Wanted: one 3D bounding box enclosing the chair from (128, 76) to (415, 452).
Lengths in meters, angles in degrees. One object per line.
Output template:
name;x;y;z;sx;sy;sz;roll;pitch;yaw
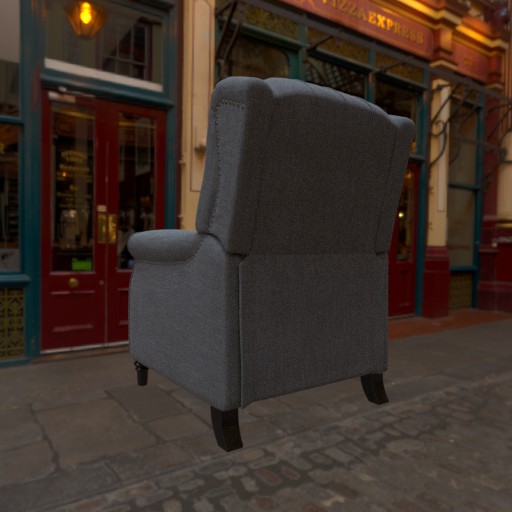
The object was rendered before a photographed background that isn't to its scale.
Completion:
chair;0.000;0.000;1.634;0.742;1.035;0.898;-1;2;-35
